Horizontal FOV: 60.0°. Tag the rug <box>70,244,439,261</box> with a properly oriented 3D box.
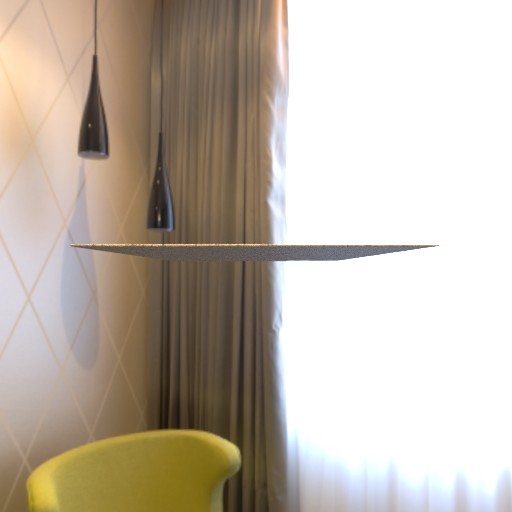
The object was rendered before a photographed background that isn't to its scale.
[{"bbox_3d":[0.000,0.000,2.359,1.211,0.007,1.827,0,-2,0],"label":"rug"}]
